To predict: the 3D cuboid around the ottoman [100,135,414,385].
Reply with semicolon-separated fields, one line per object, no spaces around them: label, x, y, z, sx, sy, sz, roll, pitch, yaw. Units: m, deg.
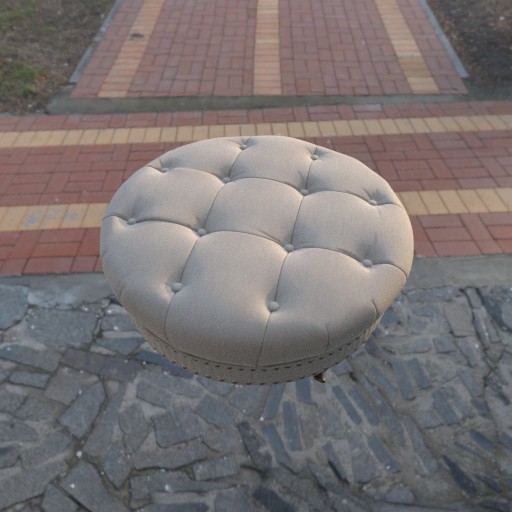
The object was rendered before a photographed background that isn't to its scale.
ottoman;0.000;0.000;1.410;0.901;0.439;0.901;0;47;0
